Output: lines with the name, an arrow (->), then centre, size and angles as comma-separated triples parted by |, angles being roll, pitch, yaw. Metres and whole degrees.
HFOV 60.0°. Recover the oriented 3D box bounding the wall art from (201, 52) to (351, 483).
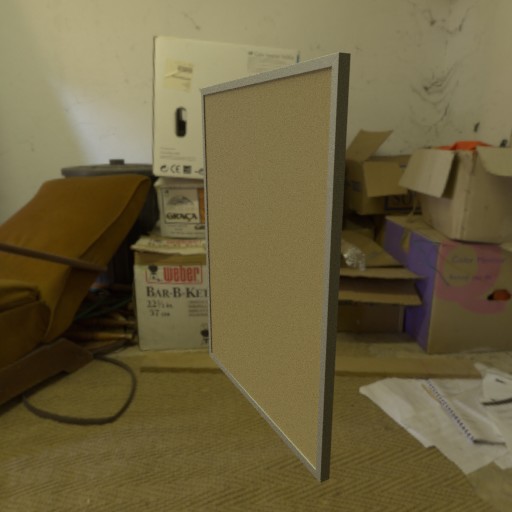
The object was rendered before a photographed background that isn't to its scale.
wall art -> 0.000, 0.000, 1.373 | 0.034, 1.042, 0.789 | -8, 17, -26
